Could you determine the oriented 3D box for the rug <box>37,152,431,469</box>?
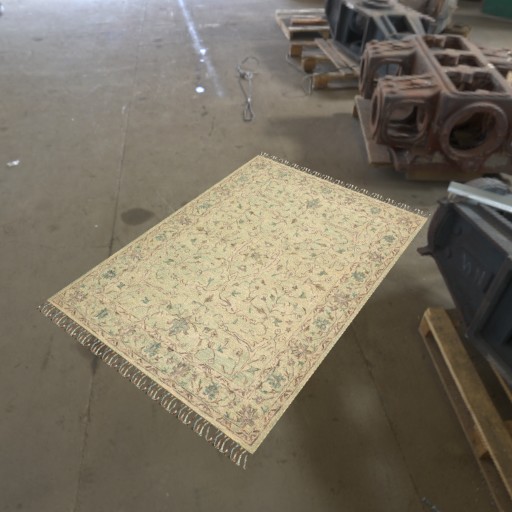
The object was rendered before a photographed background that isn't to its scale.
[{"bbox_3d":[0.000,0.000,2.328,1.247,0.008,1.802,27,49,26],"label":"rug"}]
